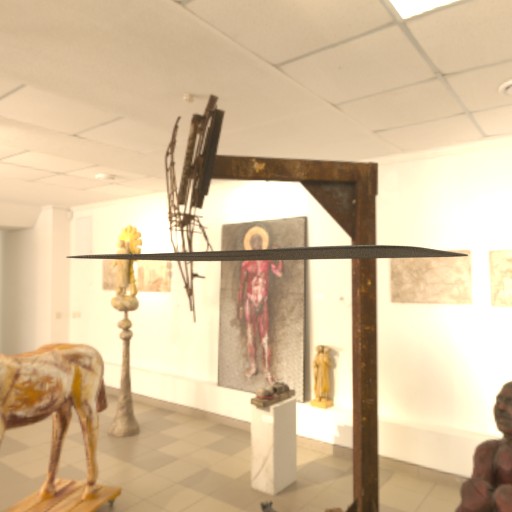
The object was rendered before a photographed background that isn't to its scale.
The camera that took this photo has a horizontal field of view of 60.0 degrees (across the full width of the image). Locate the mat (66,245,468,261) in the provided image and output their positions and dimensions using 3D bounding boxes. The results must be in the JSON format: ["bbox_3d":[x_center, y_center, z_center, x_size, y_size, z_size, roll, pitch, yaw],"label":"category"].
[{"bbox_3d":[0.000,0.000,1.860,1.524,0.013,0.918,-1,-2,36],"label":"mat"}]
